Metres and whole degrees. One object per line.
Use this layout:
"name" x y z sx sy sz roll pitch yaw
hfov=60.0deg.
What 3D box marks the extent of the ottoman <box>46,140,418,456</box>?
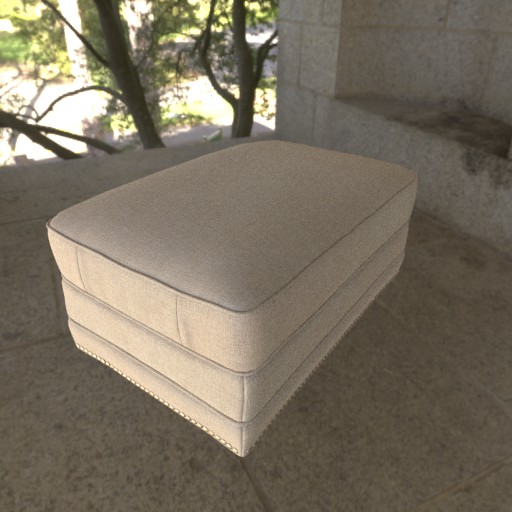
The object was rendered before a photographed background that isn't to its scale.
"ottoman" 0.000 0.000 1.144 0.559 0.458 0.813 20 36 30
